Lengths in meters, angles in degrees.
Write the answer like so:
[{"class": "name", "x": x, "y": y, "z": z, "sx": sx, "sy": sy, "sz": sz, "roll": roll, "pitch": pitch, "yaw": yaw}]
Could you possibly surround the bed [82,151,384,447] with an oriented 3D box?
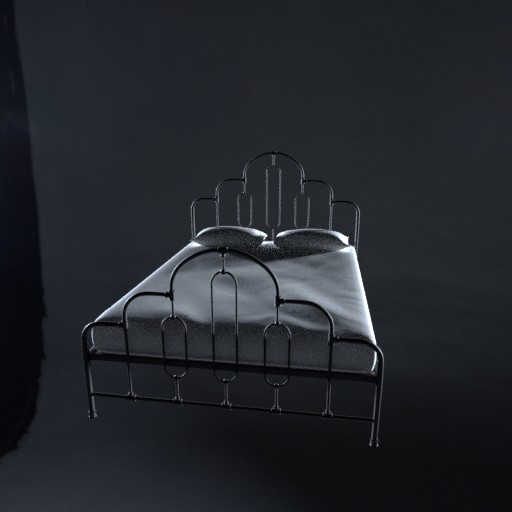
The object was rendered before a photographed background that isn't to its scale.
[{"class": "bed", "x": 0.000, "y": 0.000, "z": 3.289, "sx": 1.640, "sy": 1.429, "sz": 2.163, "roll": 2, "pitch": 16, "yaw": 9}]
